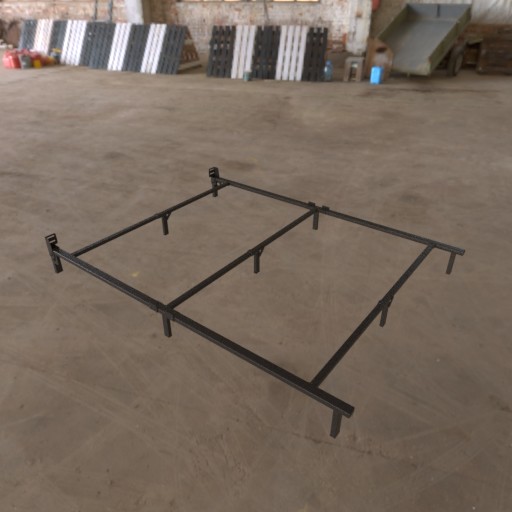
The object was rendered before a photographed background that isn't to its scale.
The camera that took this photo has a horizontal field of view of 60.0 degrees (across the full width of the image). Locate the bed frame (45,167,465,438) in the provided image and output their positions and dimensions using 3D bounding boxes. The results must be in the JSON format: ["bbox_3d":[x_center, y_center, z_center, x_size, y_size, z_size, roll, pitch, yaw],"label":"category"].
[{"bbox_3d":[0.000,0.000,2.660,1.990,0.248,1.498,22,37,31],"label":"bed frame"}]
